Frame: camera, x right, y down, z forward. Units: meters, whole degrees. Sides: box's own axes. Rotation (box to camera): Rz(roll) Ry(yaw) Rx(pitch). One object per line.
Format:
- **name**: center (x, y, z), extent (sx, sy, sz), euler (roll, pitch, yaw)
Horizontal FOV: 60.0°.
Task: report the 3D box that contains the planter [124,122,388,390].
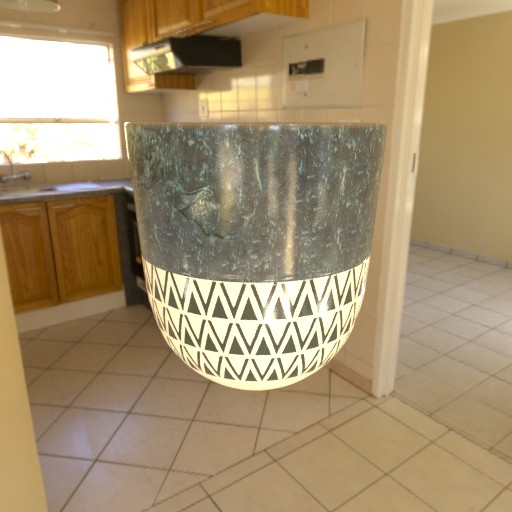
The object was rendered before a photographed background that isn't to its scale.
- **planter**: center (0.000, 0.000, 0.371), extent (0.195, 0.214, 0.195), euler (0, 17, 0)
